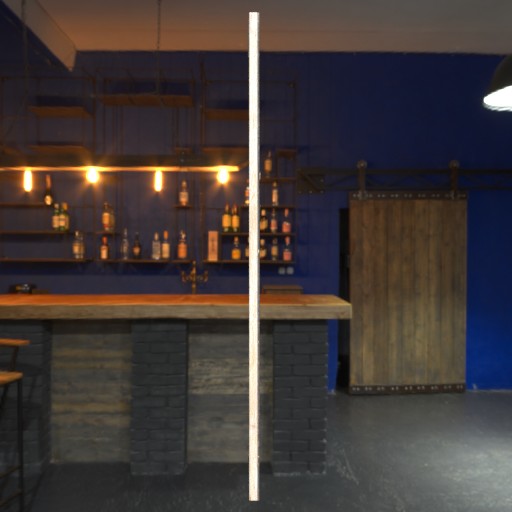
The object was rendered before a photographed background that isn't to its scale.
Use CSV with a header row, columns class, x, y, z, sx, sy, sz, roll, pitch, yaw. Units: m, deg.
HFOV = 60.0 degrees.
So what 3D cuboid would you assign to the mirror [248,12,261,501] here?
class,x,y,z,sx,sy,sz,roll,pitch,yaw
mirror,0.000,0.000,1.255,0.025,0.996,0.705,0,1,1
